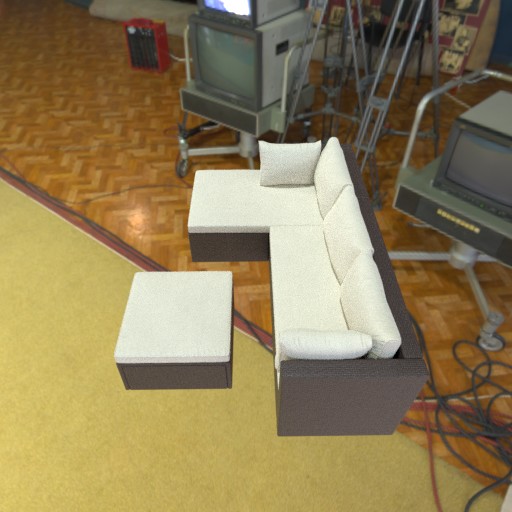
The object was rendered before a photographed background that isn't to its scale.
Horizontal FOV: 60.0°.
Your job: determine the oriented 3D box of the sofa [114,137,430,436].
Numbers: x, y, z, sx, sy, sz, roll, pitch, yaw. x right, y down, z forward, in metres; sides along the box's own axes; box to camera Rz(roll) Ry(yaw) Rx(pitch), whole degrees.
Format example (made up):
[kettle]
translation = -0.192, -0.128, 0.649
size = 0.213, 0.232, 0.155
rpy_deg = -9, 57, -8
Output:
[sofa]
translation = 0.000, 0.000, 3.034
size = 1.612, 0.766, 2.192
rpy_deg = -1, 43, -1
